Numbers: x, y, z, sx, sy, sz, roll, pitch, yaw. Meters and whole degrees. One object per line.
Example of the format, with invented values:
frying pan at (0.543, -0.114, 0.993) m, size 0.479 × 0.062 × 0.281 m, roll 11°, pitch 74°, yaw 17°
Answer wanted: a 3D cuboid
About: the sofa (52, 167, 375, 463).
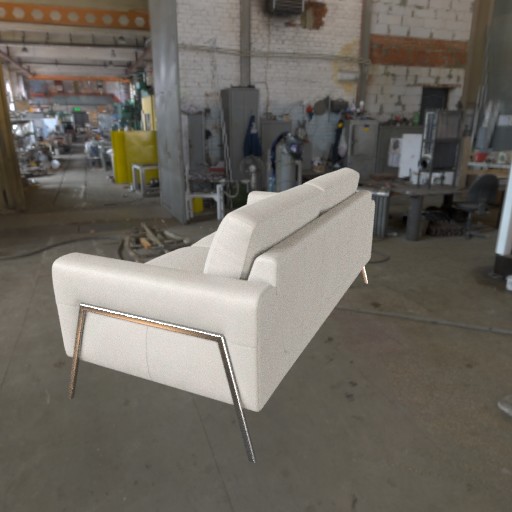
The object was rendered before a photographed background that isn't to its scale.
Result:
sofa at (0.000, 0.000, 2.533) m, size 0.953 × 0.875 × 2.017 m, roll 8°, pitch 19°, yaw 24°
